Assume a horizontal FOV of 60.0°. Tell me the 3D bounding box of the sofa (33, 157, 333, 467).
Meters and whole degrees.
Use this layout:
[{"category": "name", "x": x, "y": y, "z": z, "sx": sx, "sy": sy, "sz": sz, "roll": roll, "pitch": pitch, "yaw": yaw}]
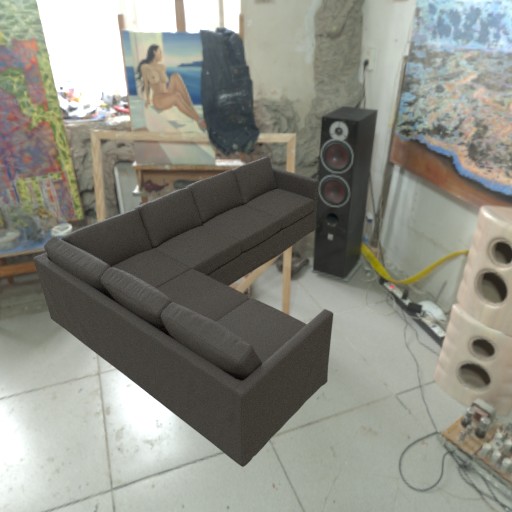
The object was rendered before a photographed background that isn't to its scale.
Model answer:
[{"category": "sofa", "x": 0.000, "y": 0.000, "z": 4.347, "sx": 2.432, "sy": 0.871, "sz": 3.182, "roll": 23, "pitch": 37, "yaw": 33}]
